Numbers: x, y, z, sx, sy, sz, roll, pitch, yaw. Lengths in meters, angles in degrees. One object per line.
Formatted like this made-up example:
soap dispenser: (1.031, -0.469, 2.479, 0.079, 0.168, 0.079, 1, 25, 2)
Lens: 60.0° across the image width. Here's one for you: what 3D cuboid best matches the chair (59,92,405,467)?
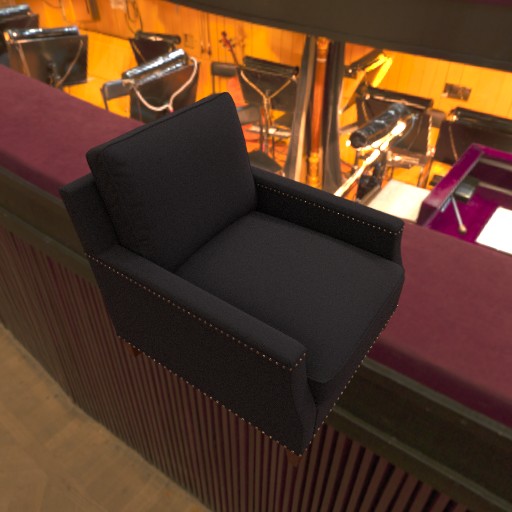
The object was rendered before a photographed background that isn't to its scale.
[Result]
chair: (0.000, 0.000, 1.705, 1.014, 0.943, 0.853, 24, 45, 27)
